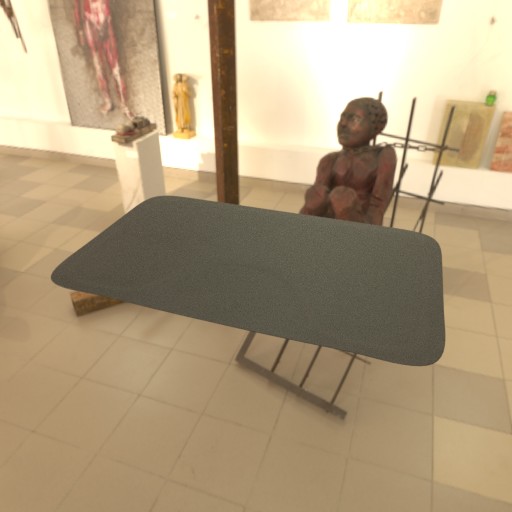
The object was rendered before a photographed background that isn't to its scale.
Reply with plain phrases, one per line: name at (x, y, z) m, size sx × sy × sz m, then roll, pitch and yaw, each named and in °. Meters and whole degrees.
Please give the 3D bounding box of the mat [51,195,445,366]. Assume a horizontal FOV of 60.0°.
mat at (0.000, 0.000, 1.911) m, size 1.524 × 0.013 × 0.918 m, roll 10°, pitch 33°, yaw 16°
